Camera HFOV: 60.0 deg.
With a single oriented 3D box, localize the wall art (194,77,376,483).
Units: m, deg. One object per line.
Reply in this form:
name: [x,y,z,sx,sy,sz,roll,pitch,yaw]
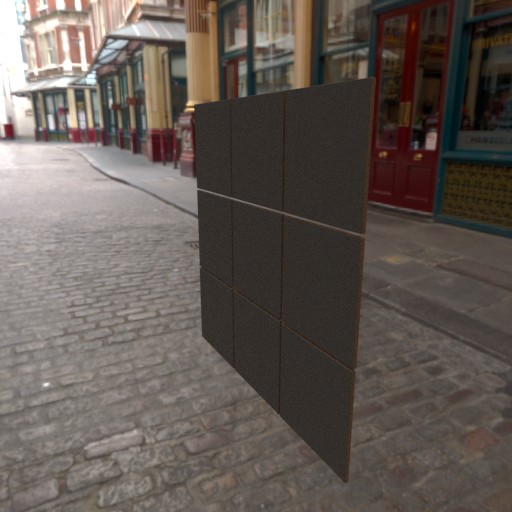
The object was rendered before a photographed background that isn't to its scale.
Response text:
wall art: [0.000,0.000,2.225,0.017,1.521,1.527,-8,17,-28]
